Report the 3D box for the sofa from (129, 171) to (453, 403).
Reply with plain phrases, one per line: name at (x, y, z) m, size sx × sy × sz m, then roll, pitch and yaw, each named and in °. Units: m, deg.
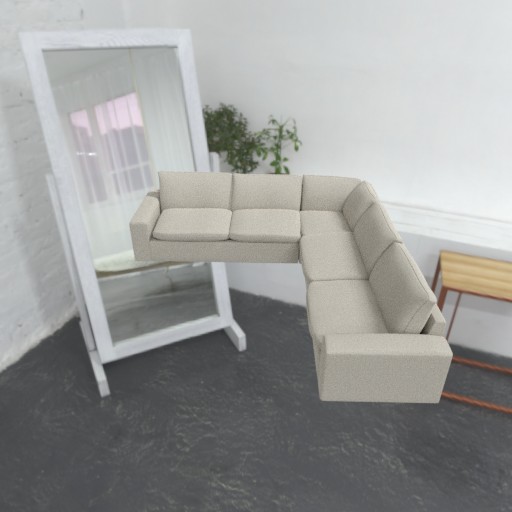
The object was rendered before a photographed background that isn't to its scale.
sofa at (0.000, 0.000, 4.804) m, size 3.066 × 0.918 × 3.206 m, roll 1°, pitch 30°, yaw 1°
